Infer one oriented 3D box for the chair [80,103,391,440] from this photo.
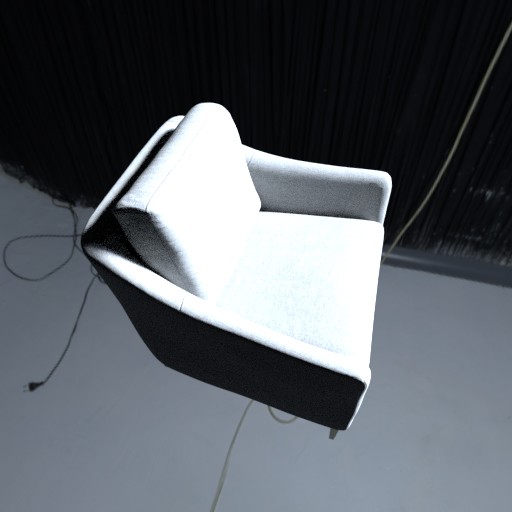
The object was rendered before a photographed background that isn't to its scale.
[{"bbox_3d":[0.000,0.000,1.727,0.961,0.902,0.986,11,48,10],"label":"chair"}]
